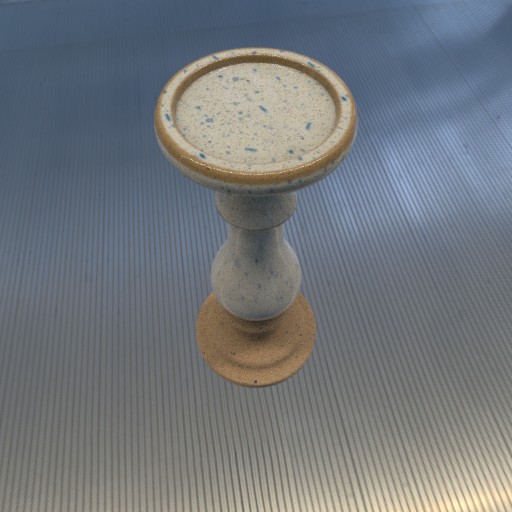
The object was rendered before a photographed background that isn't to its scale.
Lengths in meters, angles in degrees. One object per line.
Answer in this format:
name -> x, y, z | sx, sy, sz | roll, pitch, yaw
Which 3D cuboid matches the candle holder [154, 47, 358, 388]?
candle holder -> 0.000, 0.000, 0.247 | 0.088, 0.203, 0.088 | 0, 56, 0
